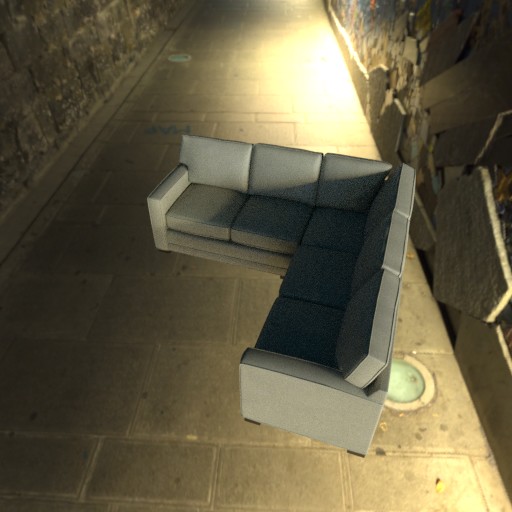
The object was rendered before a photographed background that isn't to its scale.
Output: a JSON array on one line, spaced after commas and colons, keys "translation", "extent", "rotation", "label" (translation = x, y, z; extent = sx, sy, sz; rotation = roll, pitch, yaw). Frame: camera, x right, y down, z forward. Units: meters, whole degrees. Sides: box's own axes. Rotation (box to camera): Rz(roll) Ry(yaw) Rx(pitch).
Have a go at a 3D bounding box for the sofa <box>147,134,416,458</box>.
[{"translation": [0.000, 0.000, 3.461], "extent": [2.188, 0.936, 2.211], "rotation": [12, 41, 14], "label": "sofa"}]
